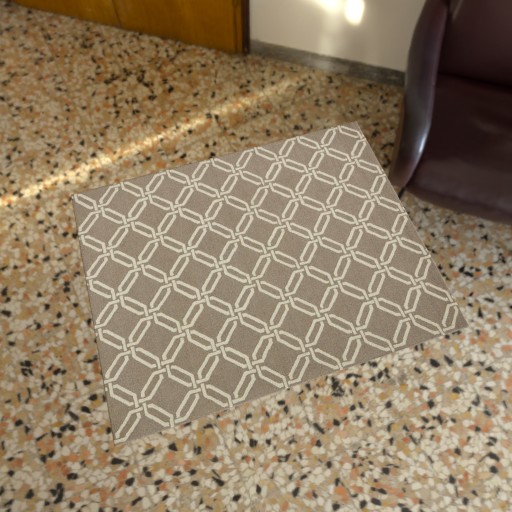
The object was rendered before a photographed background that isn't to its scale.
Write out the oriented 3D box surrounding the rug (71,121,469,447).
[{"bbox_3d":[0.000,0.000,3.869,2.895,0.018,2.288,-16,65,-8],"label":"rug"}]
